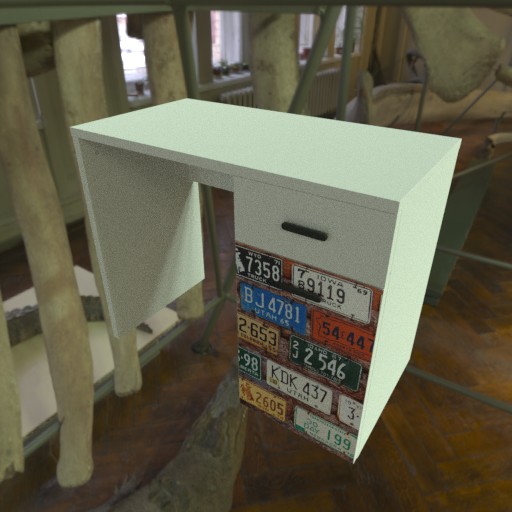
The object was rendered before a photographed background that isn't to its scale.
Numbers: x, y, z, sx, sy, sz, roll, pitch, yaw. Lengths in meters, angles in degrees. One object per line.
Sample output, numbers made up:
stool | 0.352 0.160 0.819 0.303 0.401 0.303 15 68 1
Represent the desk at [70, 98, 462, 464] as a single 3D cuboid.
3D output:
desk | 0.000 0.000 1.320 0.898 0.730 0.482 19 35 29
